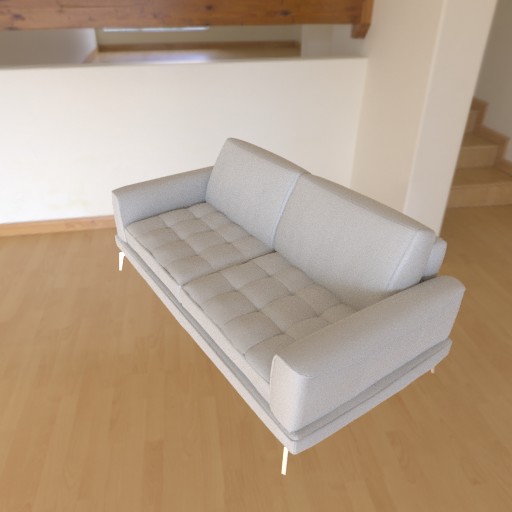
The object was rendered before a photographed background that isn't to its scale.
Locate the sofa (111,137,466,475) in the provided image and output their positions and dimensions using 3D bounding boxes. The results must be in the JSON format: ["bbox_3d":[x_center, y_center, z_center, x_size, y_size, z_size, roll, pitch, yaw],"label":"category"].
[{"bbox_3d":[0.000,0.000,2.709,1.121,0.930,2.177,-20,37,-29],"label":"sofa"}]
